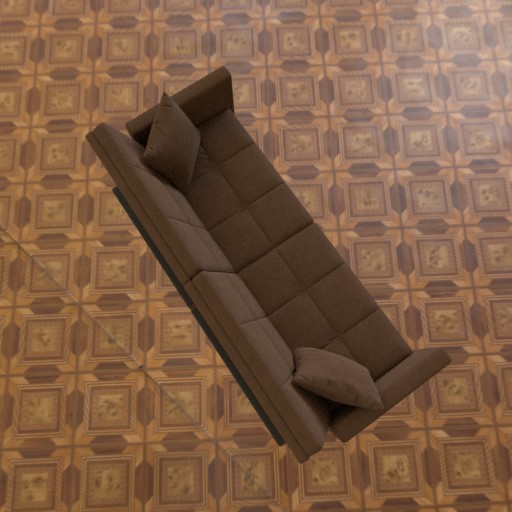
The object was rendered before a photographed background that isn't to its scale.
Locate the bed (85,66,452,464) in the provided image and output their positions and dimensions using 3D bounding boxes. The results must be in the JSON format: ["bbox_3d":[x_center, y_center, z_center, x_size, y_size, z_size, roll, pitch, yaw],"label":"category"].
[{"bbox_3d":[0.000,0.000,2.296,0.889,0.787,1.905,-34,78,-8],"label":"bed"}]
